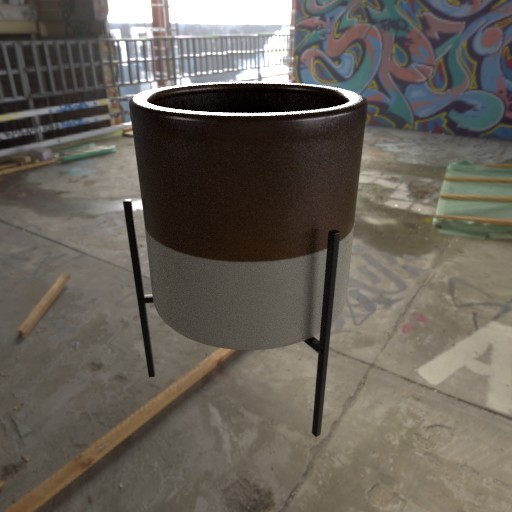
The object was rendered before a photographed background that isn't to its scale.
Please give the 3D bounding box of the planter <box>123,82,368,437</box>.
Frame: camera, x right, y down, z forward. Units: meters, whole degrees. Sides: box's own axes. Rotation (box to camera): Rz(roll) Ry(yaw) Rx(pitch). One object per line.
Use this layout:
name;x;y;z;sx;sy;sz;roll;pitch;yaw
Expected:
planter;0.000;0.000;0.547;0.255;0.375;0.269;-19;33;-32
